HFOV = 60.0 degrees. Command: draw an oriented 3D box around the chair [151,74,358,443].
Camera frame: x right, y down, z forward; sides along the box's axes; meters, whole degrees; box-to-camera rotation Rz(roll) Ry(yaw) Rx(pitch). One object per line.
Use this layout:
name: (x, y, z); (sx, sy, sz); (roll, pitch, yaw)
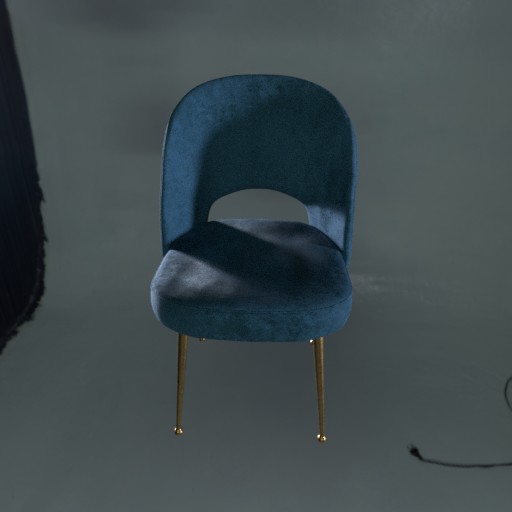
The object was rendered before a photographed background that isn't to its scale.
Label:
chair: (0.000, 0.000, 1.216); (0.527, 0.860, 0.577); (2, 29, 3)
